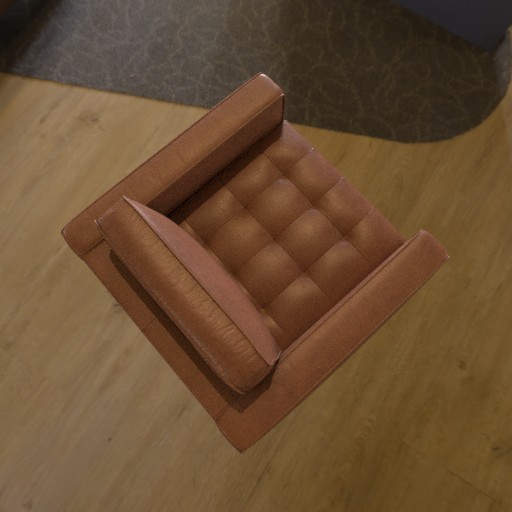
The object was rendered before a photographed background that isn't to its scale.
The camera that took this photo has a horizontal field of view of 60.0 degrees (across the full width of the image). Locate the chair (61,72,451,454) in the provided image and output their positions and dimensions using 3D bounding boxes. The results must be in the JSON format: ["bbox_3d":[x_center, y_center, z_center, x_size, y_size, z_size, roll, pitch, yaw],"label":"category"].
[{"bbox_3d":[0.000,0.000,1.556,0.900,0.770,0.920,-41,79,-9],"label":"chair"}]
